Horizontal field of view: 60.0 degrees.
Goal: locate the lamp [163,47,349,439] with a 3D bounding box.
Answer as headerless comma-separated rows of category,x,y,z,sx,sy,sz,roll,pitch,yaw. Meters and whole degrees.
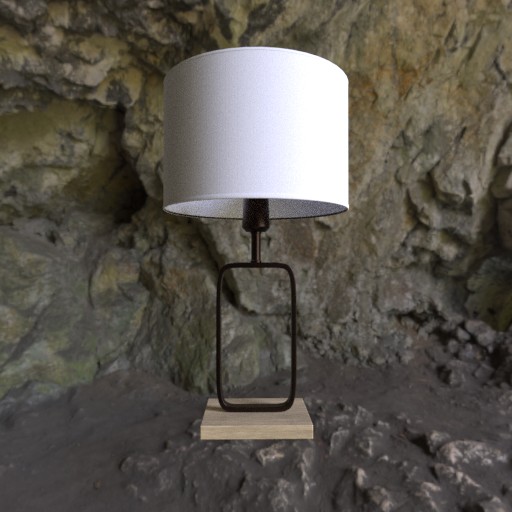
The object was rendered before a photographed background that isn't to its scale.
lamp,0.000,0.000,0.678,0.279,0.508,0.279,0,-1,-1
